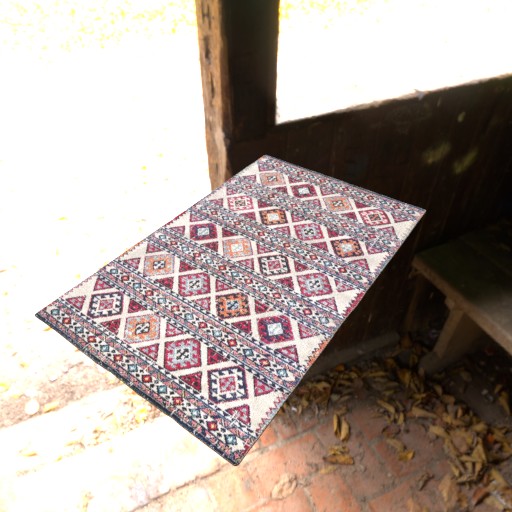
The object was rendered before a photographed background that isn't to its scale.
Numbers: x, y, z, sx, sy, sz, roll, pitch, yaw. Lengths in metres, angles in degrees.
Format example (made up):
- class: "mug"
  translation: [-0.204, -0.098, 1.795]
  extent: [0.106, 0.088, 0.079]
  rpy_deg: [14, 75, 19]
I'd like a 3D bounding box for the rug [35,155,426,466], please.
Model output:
- class: "rug"
  translation: [0.000, 0.000, 3.060]
  extent: [1.545, 0.010, 2.440]
  rpy_deg: [25, 47, 26]
